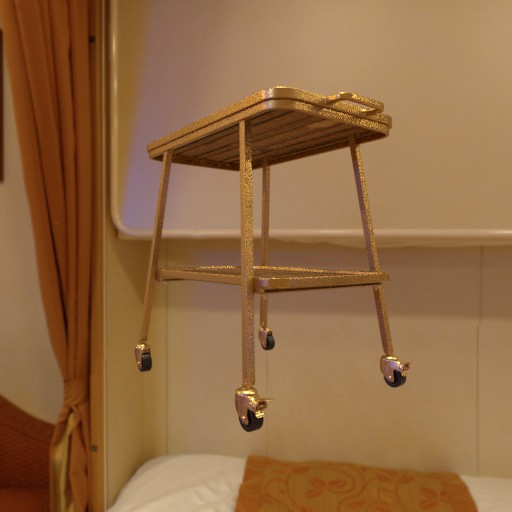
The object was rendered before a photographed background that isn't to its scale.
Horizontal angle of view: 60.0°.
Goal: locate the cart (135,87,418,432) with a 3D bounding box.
[{"bbox_3d":[0.000,0.000,1.284,0.524,0.700,0.806,-1,1,-37],"label":"cart"}]
